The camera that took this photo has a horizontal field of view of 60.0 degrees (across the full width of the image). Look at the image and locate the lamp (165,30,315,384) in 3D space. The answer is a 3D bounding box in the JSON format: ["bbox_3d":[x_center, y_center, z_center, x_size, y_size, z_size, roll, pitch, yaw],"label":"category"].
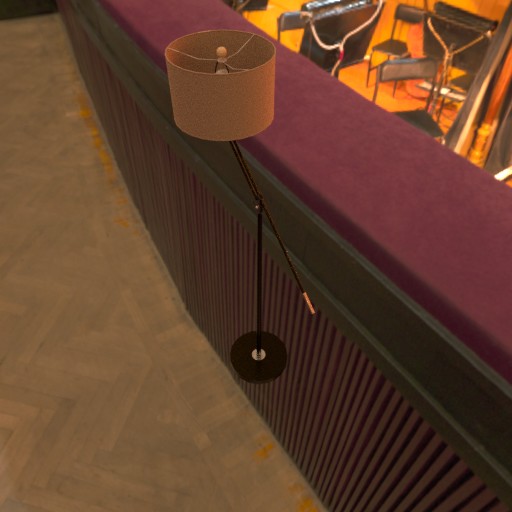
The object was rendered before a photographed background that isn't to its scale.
[{"bbox_3d":[0.000,0.000,1.952,0.373,1.635,0.809,-25,51,-22],"label":"lamp"}]
